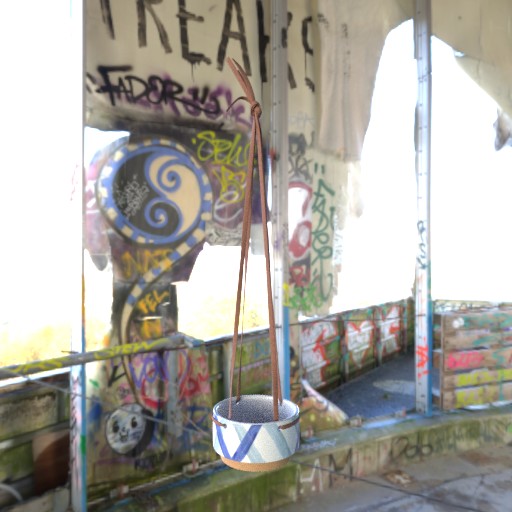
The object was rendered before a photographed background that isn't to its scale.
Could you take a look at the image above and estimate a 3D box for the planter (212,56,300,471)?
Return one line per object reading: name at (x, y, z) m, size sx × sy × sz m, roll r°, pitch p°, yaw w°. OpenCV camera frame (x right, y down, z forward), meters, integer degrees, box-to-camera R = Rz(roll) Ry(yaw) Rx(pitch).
planter at (0.000, 0.000, 0.839) m, size 0.166 × 0.751 × 0.166 m, roll 0°, pitch 0°, yaw 37°
